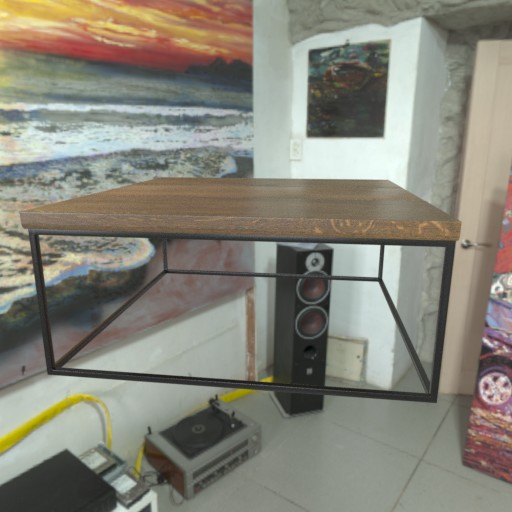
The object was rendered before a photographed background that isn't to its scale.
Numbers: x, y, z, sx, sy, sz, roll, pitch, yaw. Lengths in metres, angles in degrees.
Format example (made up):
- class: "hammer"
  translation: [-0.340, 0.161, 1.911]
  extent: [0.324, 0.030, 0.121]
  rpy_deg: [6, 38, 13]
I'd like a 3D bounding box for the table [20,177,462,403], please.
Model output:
- class: "table"
  translation: [0.000, 0.000, 1.372]
  extent: [0.900, 0.400, 0.900]
  rpy_deg: [2, 15, 7]
